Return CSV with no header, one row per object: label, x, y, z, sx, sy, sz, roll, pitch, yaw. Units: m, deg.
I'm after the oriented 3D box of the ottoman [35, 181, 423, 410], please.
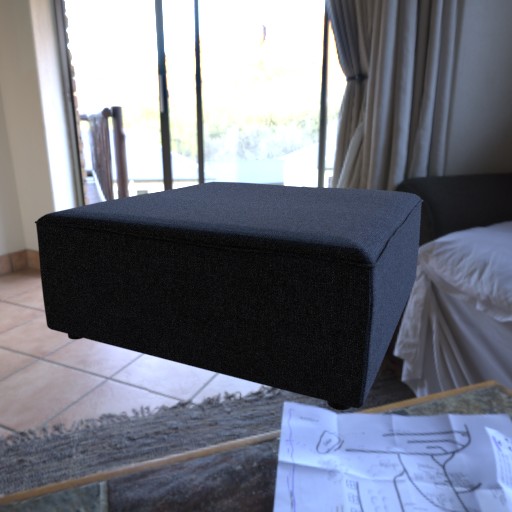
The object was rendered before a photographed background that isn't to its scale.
ottoman,0.000,0.000,1.578,1.023,0.423,1.017,7,17,25
